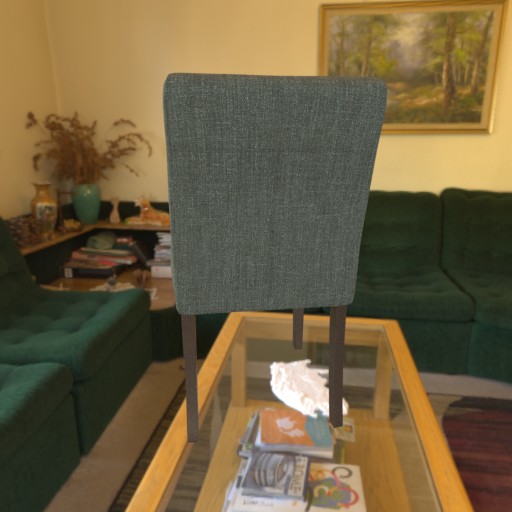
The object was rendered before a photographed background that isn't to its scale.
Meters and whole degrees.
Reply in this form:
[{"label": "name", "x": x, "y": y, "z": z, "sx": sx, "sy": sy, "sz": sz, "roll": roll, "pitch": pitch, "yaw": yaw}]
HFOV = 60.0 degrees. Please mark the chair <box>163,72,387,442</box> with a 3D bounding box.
[{"label": "chair", "x": 0.000, "y": 0.000, "z": 1.243, "sx": 0.487, "sy": 0.884, "sz": 0.629, "roll": -2, "pitch": 15, "yaw": -9}]
